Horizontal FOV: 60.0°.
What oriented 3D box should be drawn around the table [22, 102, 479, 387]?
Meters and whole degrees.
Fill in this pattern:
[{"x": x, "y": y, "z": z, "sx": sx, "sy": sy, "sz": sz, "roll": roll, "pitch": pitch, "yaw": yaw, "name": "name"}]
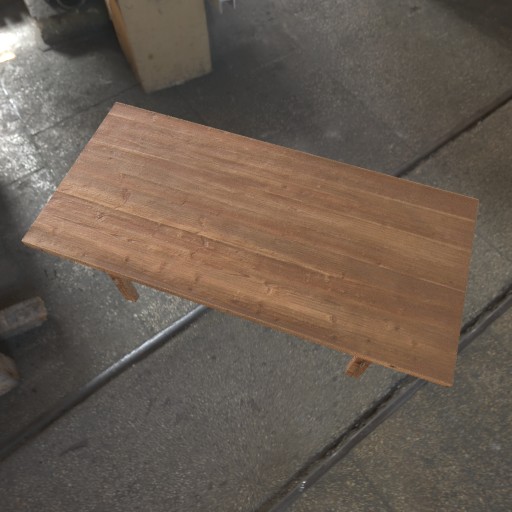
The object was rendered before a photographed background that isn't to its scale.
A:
[{"x": 0.000, "y": 0.000, "z": 2.472, "sx": 2.003, "sy": 0.760, "sz": 0.952, "roll": 17, "pitch": 64, "yaw": 9, "name": "table"}]
